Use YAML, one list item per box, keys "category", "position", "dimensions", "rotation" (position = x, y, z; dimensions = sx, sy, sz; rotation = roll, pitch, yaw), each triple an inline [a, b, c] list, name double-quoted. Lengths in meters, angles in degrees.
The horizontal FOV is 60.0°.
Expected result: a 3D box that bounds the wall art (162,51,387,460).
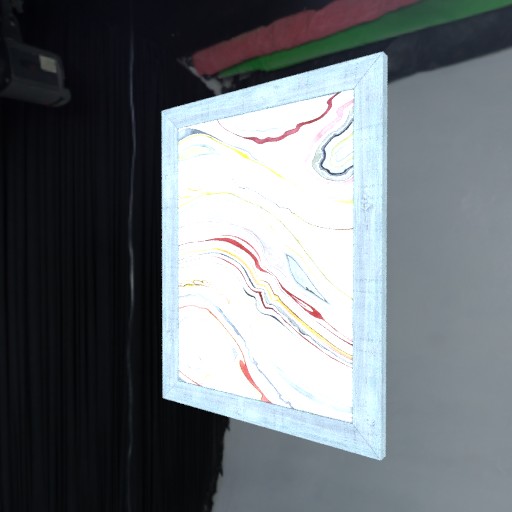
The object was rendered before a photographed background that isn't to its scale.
- category: "wall art"
  position: [0.000, 0.000, 0.814]
  dimensions: [0.481, 0.613, 0.020]
  rotation: [1, 1, 36]
